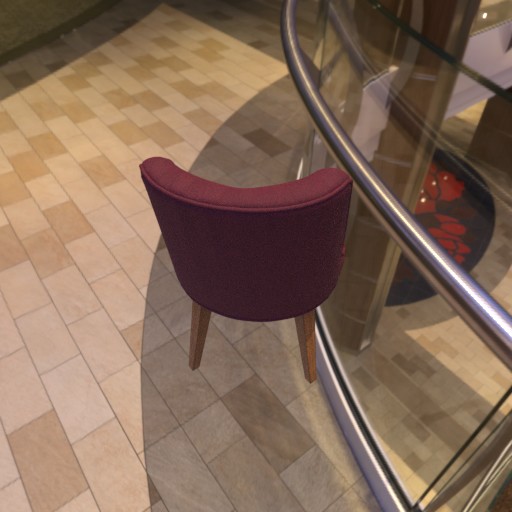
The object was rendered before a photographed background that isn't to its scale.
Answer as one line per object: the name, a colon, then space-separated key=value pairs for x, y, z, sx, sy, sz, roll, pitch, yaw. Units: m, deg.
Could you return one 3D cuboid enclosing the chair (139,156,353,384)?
chair: x=0.000 y=0.000 z=1.344 sx=0.548 sy=0.916 sz=0.638 roll=5 pitch=45 yaw=5
